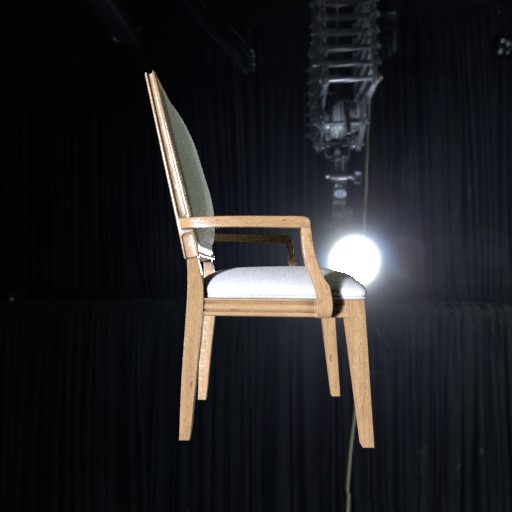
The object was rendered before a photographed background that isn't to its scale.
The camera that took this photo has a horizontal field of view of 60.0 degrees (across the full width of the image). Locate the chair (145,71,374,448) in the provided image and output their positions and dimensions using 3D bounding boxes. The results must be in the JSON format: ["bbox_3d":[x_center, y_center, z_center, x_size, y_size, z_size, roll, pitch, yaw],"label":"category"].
[{"bbox_3d":[0.000,0.000,1.390,0.602,0.990,0.606,0,-2,0],"label":"chair"}]
